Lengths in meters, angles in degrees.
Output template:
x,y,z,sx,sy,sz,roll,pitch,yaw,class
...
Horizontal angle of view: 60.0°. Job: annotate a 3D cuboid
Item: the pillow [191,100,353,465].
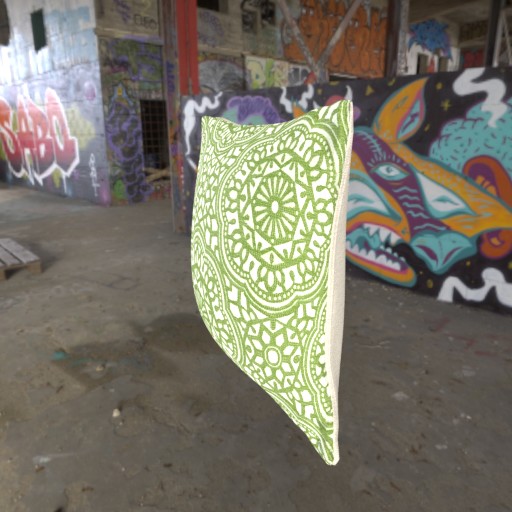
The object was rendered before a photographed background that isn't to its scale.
x,y,z,sx,sy,sz,roll,pitch,yaw,class
0.000,0.000,0.668,0.162,0.419,0.440,-7,17,-24,pillow
